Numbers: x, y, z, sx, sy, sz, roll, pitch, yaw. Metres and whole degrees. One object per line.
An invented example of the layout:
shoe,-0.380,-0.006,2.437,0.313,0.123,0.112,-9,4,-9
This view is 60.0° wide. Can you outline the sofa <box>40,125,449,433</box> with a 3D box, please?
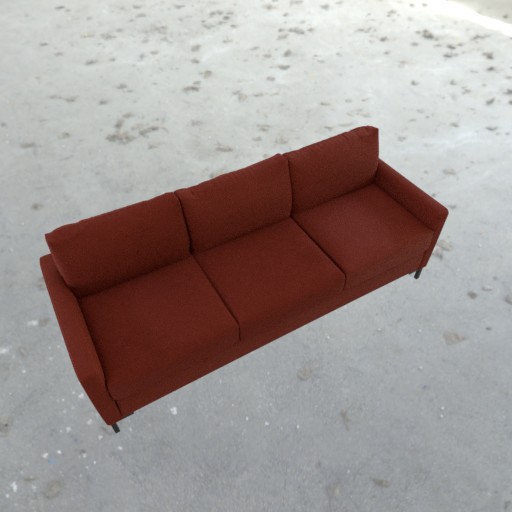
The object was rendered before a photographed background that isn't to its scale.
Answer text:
sofa,0.000,0.000,2.650,2.252,0.879,0.875,-23,51,-20
